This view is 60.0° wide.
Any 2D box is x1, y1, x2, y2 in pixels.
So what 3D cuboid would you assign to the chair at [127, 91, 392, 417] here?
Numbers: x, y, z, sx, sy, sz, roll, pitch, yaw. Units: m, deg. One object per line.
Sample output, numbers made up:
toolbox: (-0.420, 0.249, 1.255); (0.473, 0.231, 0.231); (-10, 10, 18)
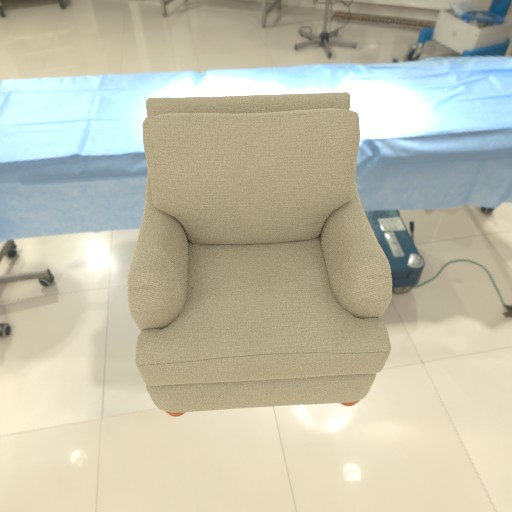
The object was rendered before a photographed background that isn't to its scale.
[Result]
chair: (0.000, 0.000, 1.894); (0.955, 1.038, 1.070); (-3, 47, -2)
